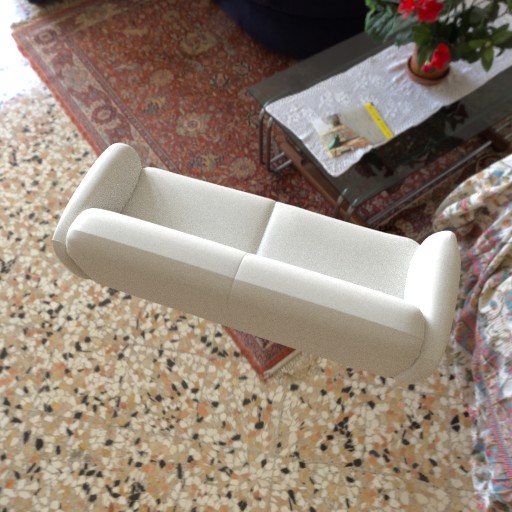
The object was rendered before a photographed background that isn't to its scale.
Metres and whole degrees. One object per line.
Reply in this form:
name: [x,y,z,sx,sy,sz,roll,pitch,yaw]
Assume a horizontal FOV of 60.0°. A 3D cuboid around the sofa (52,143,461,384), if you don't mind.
sofa: [0.000,0.000,2.676,2.257,0.780,0.880,17,64,8]
